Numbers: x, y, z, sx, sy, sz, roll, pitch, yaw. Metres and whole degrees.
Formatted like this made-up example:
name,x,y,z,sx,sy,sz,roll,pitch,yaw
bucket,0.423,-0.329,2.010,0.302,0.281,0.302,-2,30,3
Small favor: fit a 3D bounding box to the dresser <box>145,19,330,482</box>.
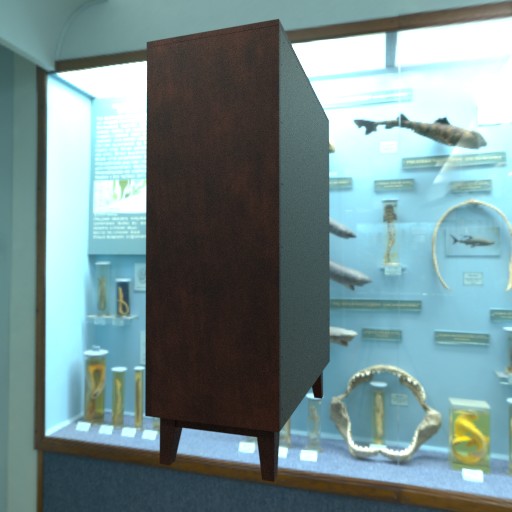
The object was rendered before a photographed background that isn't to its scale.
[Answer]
name,x,y,z,sx,sy,sz,roll,pitch,yaw
dresser,0.000,0.000,2.007,0.506,1.514,1.072,0,-1,18
